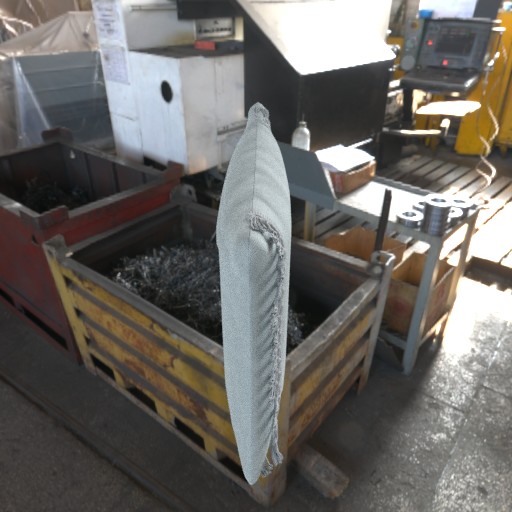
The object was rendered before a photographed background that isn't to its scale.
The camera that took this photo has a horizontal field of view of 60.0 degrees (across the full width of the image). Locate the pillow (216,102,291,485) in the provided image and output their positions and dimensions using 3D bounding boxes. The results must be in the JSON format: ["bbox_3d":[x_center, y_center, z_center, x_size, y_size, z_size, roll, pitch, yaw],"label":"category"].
[{"bbox_3d":[0.000,0.000,0.594,0.084,0.305,0.466,1,31,1],"label":"pillow"}]
